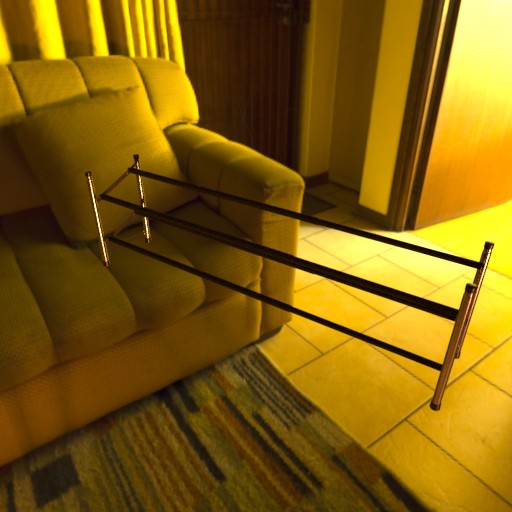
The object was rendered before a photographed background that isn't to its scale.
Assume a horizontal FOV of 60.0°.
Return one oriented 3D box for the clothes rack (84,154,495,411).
[{"bbox_3d":[0.000,0.000,1.298,1.168,0.349,0.229,19,36,28],"label":"clothes rack"}]
